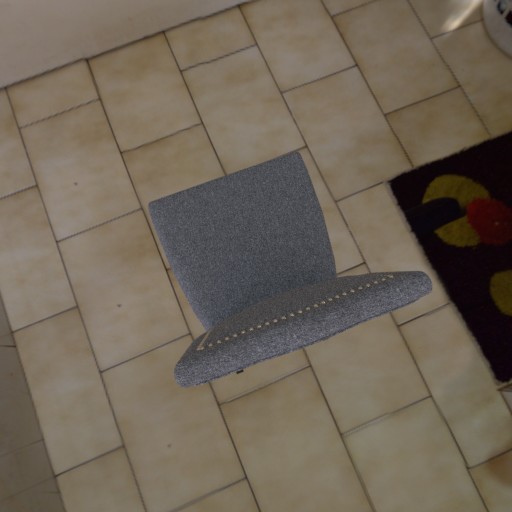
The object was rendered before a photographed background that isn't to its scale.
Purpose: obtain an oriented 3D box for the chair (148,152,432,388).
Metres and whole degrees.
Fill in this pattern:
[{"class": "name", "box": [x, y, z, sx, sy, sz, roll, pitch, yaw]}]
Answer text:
[{"class": "chair", "box": [0.000, 0.000, 1.279, 0.518, 0.946, 0.589, -20, 77, -5]}]
